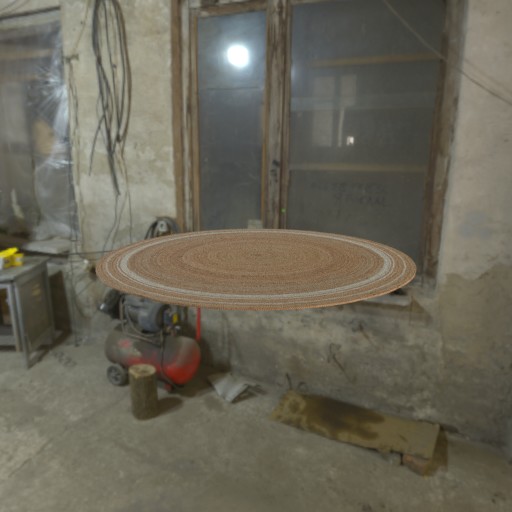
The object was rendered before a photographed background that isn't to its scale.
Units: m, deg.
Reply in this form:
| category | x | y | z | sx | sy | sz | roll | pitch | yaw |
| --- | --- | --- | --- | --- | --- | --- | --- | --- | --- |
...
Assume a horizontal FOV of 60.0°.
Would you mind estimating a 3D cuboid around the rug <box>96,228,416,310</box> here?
| category | x | y | z | sx | sy | sz | roll | pitch | yaw |
| --- | --- | --- | --- | --- | --- | --- | --- | --- | --- |
| rug | 0.000 | 0.000 | 3.584 | 2.444 | 0.015 | 2.444 | 0 | 14 | 0 |
